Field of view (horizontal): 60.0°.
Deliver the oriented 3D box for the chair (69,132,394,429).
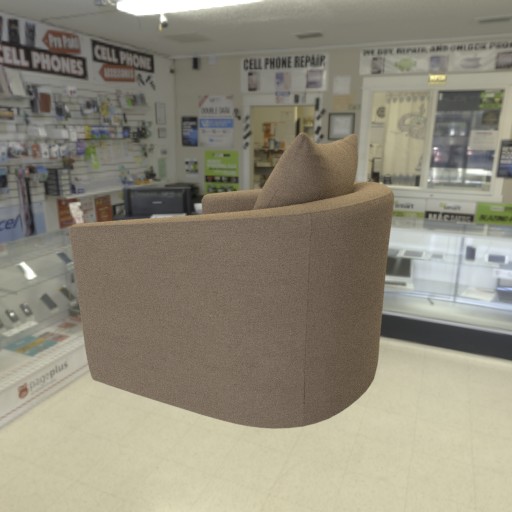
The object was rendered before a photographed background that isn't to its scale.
[{"bbox_3d":[0.000,0.000,1.581,0.910,0.848,0.845,7,17,25],"label":"chair"}]
